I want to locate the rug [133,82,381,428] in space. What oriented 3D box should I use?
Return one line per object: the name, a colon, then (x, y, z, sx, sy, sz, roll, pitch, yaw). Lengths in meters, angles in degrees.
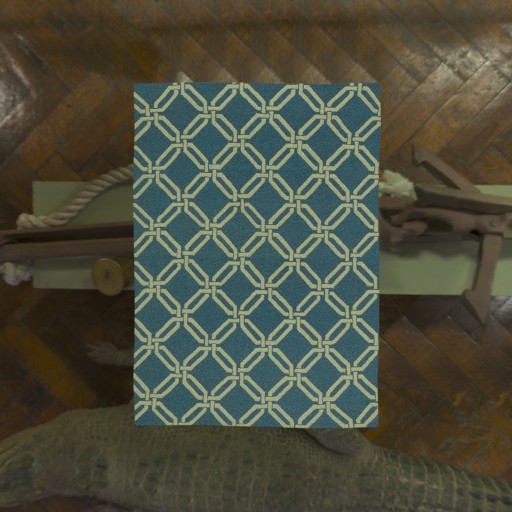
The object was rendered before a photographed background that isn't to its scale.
rug: (0.000, 0.000, 2.732, 1.524, 0.013, 2.135, 0, 91, 1)
